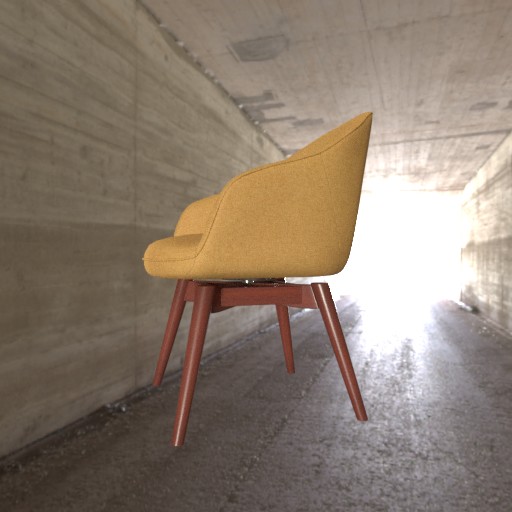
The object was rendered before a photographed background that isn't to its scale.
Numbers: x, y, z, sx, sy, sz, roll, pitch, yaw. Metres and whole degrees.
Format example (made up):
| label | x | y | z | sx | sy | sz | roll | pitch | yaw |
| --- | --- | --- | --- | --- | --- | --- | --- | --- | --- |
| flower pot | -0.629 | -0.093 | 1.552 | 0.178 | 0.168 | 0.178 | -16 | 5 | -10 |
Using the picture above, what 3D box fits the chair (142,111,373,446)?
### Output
| label | x | y | z | sx | sy | sz | roll | pitch | yaw |
| --- | --- | --- | --- | --- | --- | --- | --- | --- | --- |
| chair | 0.000 | 0.000 | 1.274 | 0.635 | 0.823 | 0.596 | 0 | 0 | -18 |
